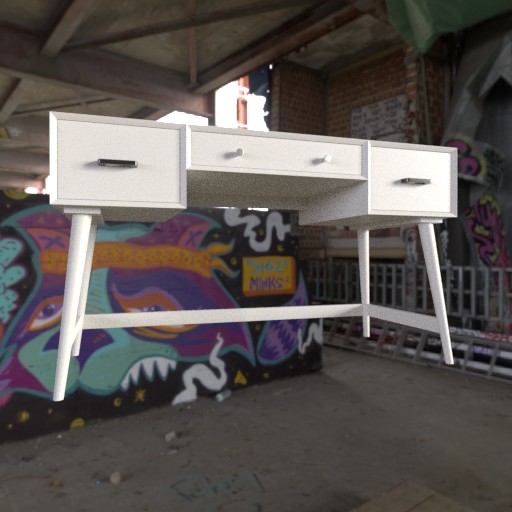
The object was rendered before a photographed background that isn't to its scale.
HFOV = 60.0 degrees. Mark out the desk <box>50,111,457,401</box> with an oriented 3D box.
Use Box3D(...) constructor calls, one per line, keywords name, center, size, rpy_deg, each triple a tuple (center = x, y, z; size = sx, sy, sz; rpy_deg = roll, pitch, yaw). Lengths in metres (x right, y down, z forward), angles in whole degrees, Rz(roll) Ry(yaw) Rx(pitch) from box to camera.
Box3D(name="desk", center=(0.000, 0.000, 1.626), size=(1.313, 0.762, 0.589), rpy_deg=(0, 0, -18))
